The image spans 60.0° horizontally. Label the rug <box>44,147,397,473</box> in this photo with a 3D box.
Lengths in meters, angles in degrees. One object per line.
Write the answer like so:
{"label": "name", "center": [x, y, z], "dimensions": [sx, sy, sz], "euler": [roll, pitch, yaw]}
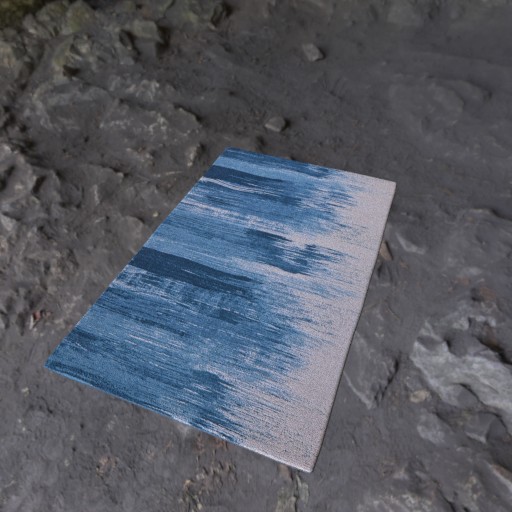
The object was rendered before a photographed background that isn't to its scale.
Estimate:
{"label": "rug", "center": [0.000, 0.000, 3.006], "dimensions": [1.540, 0.027, 2.450], "euler": [16, 46, 15]}
